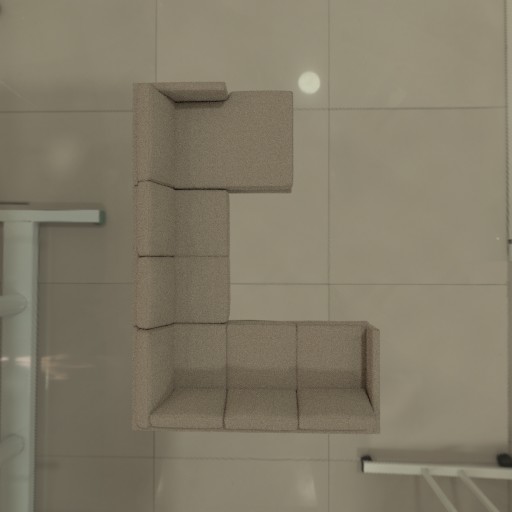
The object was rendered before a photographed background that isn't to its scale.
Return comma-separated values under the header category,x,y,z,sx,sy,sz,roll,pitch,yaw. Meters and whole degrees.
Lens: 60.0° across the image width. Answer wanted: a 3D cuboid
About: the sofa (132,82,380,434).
category,x,y,z,sx,sy,sz,roll,pitch,yaw
sofa,0.000,0.000,4.558,2.424,0.865,3.438,0,89,2
